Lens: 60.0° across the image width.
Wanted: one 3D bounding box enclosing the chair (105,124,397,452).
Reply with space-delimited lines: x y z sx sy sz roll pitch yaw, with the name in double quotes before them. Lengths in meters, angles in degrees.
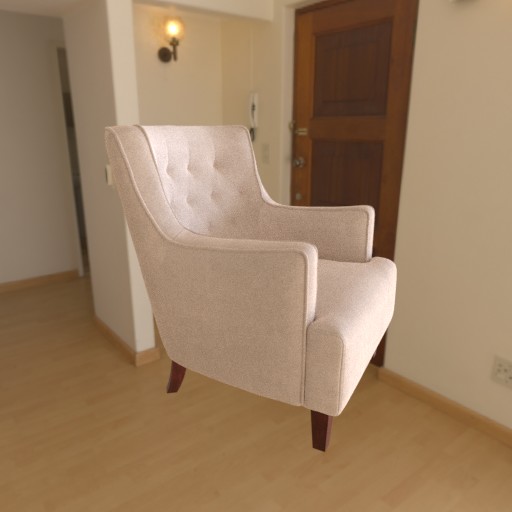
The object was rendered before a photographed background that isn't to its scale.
"chair" 0.000 0.000 1.617 0.910 0.920 0.781 8 18 26
